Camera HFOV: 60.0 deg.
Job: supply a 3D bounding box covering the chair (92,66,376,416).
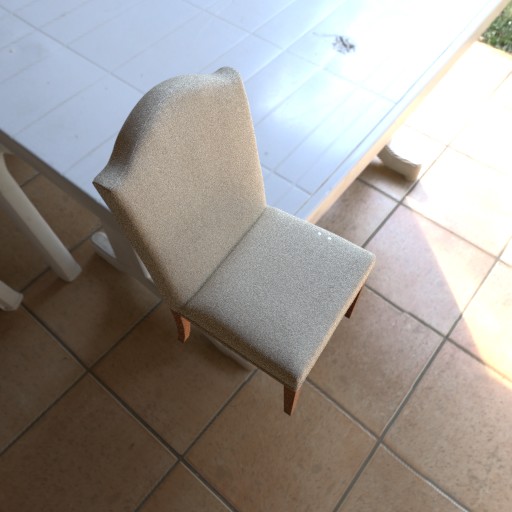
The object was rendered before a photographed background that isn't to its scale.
[{"bbox_3d":[0.000,0.000,1.423,0.648,1.012,0.534,30,63,17],"label":"chair"}]
